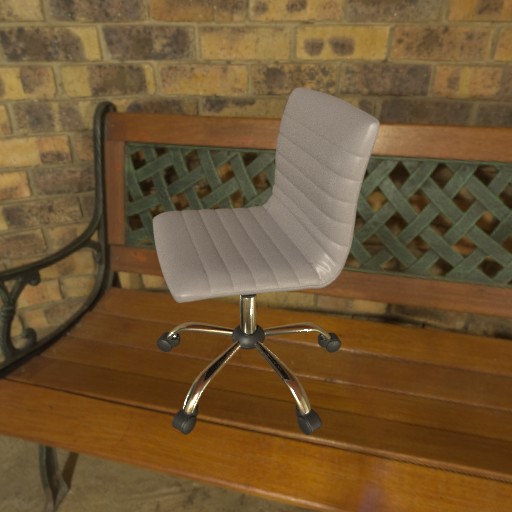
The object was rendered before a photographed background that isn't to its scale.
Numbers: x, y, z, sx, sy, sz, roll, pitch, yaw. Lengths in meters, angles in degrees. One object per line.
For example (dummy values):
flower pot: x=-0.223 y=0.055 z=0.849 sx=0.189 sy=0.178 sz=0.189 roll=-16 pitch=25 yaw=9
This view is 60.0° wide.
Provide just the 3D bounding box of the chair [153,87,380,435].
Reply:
chair: x=0.000 y=0.000 z=1.125 sx=0.542 sy=0.750 sz=0.569 roll=-9 pitch=31 yaw=-15
